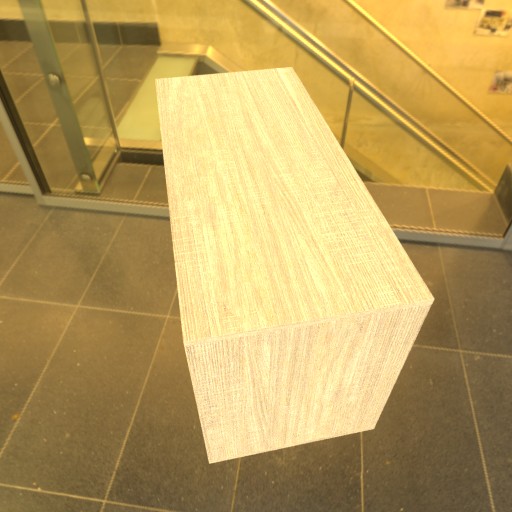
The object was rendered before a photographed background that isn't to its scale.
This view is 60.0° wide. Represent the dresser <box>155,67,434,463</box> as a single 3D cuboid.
[{"bbox_3d":[0.000,0.000,1.507,0.500,0.780,1.110,-8,47,-8],"label":"dresser"}]
